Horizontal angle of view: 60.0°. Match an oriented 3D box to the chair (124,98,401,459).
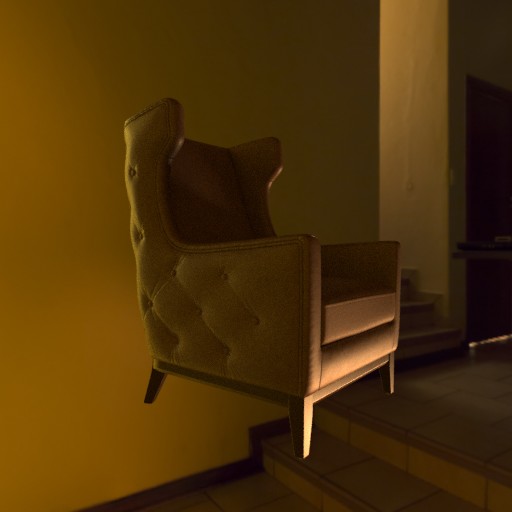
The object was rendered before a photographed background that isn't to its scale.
[{"bbox_3d":[0.000,0.000,1.693,0.899,1.079,0.769,0,1,36],"label":"chair"}]
